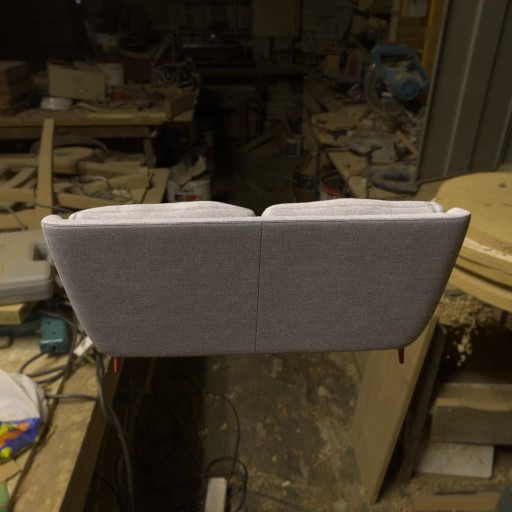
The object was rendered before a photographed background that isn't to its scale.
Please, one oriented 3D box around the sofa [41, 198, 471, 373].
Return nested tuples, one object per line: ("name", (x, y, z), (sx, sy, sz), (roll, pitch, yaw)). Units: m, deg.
("sofa", (0.000, 0.000, 2.436), (1.930, 0.897, 0.976), (-1, 29, -2))
